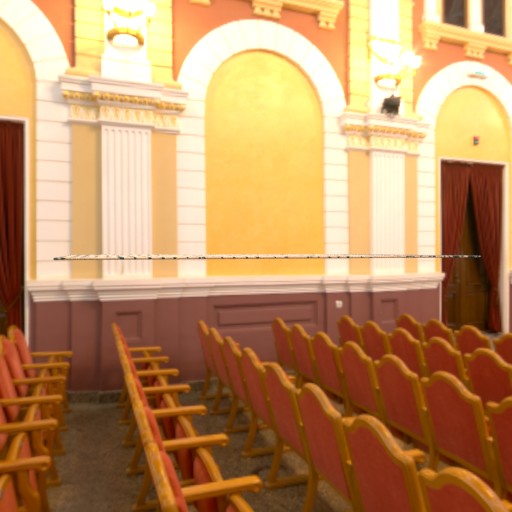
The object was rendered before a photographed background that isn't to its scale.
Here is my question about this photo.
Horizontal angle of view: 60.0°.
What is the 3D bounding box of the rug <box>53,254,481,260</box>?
[{"bbox_3d":[0.000,0.000,3.057,2.435,0.011,1.517,0,1,-20],"label":"rug"}]
